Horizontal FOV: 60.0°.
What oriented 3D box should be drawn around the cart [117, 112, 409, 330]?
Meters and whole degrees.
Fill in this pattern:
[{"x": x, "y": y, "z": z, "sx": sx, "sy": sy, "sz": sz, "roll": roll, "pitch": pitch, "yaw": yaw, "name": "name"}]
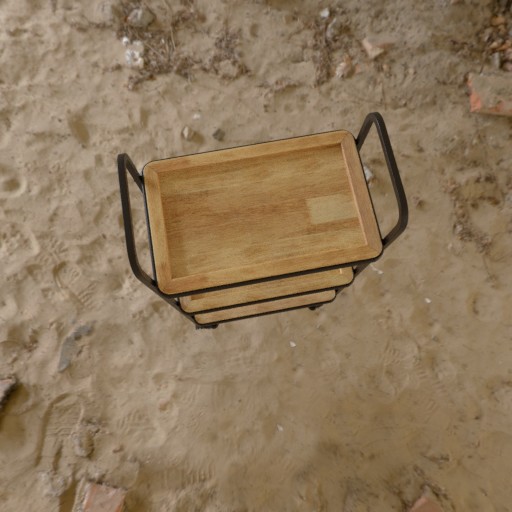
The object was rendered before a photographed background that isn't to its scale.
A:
[{"x": 0.000, "y": 0.000, "z": 1.353, "sx": 0.545, "sy": 1.080, "sz": 0.321, "roll": -10, "pitch": 76, "yaw": -3, "name": "cart"}]
